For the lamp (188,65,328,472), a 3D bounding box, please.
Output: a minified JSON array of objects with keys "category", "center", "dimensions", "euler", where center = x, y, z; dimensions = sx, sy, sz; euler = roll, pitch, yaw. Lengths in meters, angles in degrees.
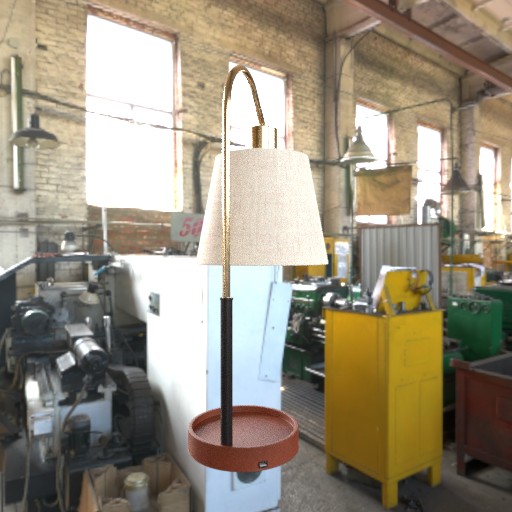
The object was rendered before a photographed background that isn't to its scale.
[{"category":"lamp","center":[0.000,0.000,0.682],"dimensions":[0.211,0.536,0.273],"euler":[0,1,18]}]
